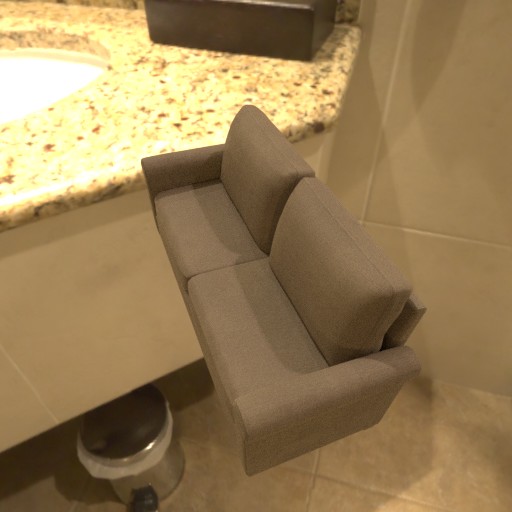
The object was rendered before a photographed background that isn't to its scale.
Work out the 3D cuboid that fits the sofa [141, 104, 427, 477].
[{"bbox_3d":[0.000,0.000,2.408,0.842,0.942,1.935,-16,47,-15],"label":"sofa"}]
